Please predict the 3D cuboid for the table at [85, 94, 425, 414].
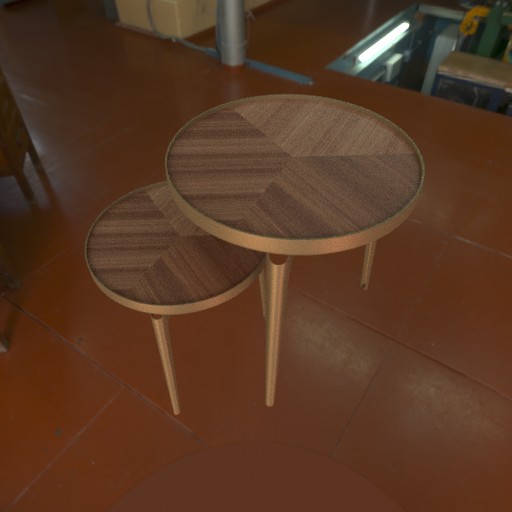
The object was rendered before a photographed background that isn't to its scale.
[{"bbox_3d":[0.000,0.000,1.102,0.751,0.555,0.532,-16,48,-15],"label":"table"}]
